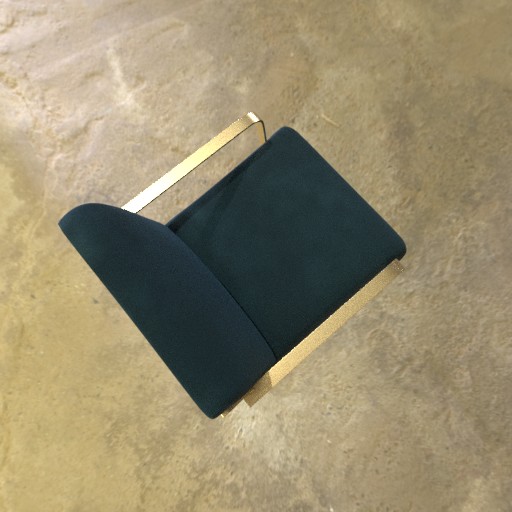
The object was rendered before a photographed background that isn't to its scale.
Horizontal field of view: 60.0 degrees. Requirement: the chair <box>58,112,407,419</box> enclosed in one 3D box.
[{"bbox_3d":[0.000,0.000,1.464,0.859,0.831,0.692,-39,78,-10],"label":"chair"}]
